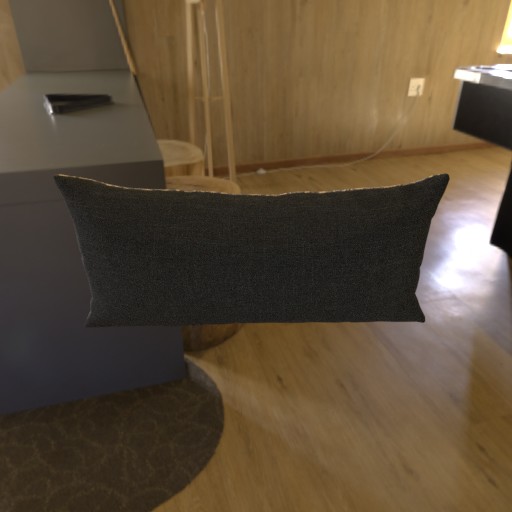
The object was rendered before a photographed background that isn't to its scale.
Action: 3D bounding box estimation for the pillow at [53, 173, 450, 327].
[{"bbox_3d":[0.000,0.000,0.751,0.631,0.292,0.148,-1,30,-1],"label":"pillow"}]
